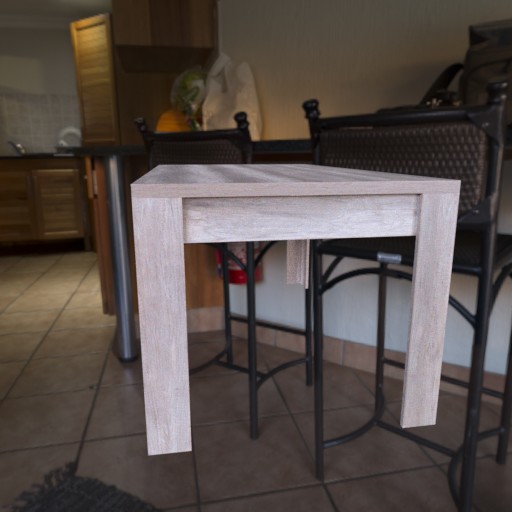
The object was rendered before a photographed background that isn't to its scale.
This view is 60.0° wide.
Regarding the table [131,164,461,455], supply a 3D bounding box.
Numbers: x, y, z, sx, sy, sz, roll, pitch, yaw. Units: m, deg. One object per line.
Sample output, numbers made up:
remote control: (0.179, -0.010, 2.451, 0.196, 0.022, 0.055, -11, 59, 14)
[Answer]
table: (0.000, 0.000, 2.030, 0.900, 0.775, 1.600, -2, 13, -9)
